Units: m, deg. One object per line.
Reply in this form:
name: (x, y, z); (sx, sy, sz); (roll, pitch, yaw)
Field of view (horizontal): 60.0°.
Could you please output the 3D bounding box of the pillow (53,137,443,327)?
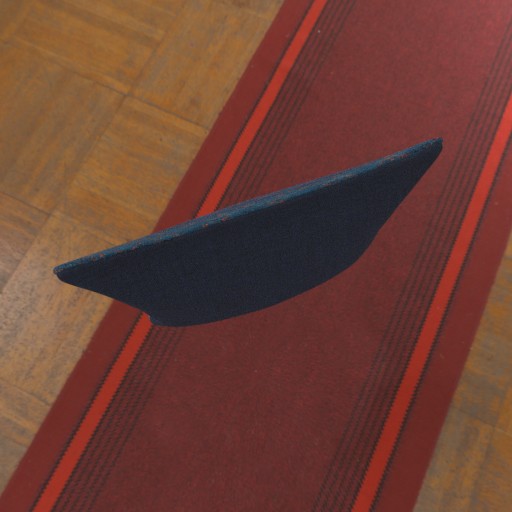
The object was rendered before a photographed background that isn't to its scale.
pillow: (0.000, 0.000, 0.659); (0.431, 0.431, 0.141); (-19, 76, -5)
